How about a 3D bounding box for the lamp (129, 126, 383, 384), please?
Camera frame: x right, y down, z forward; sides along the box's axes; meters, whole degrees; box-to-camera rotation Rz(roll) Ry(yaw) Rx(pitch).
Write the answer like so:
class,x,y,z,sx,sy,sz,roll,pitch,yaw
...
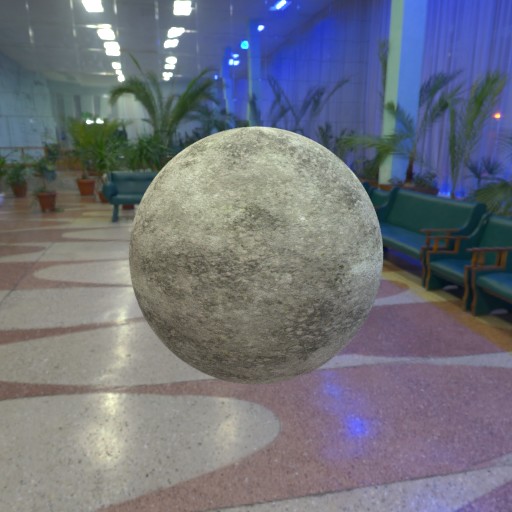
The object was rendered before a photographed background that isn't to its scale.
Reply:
class,x,y,z,sx,sy,sz,roll,pitch,yaw
lamp,0.000,0.000,0.765,0.422,0.429,0.422,0,16,0
